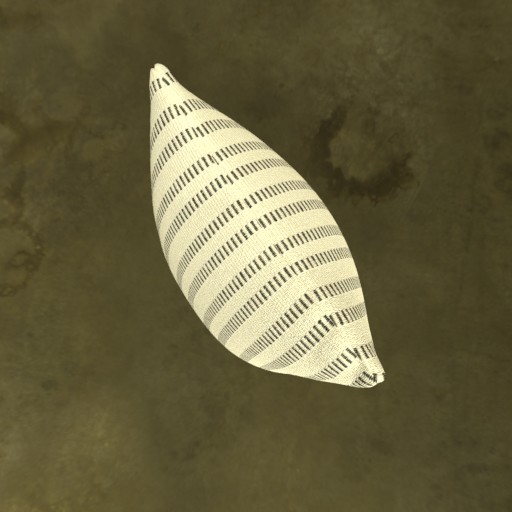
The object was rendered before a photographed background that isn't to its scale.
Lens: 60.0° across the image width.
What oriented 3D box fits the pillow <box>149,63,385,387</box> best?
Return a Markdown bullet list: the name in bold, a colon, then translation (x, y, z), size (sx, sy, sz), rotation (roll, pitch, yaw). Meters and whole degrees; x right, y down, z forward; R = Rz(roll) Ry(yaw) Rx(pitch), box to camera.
- **pillow**: translation (0.000, 0.000, 0.673), size (0.247, 0.419, 0.438), rotation (-33, 79, -8)
